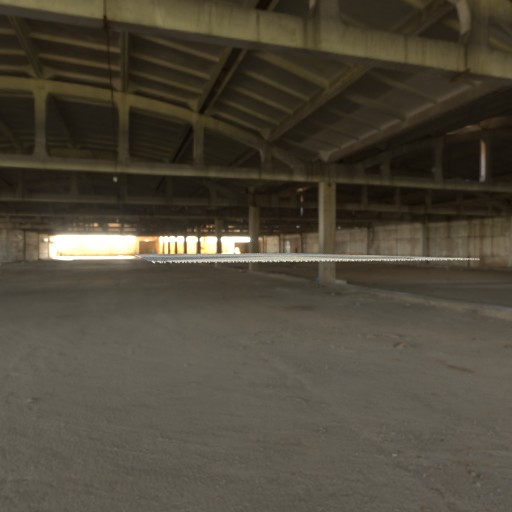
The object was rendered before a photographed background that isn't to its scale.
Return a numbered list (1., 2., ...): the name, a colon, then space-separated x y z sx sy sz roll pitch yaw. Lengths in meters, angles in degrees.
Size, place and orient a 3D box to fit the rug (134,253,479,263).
1. rug: 0.000 0.000 2.372 1.220 0.005 1.828 0 1 -17
